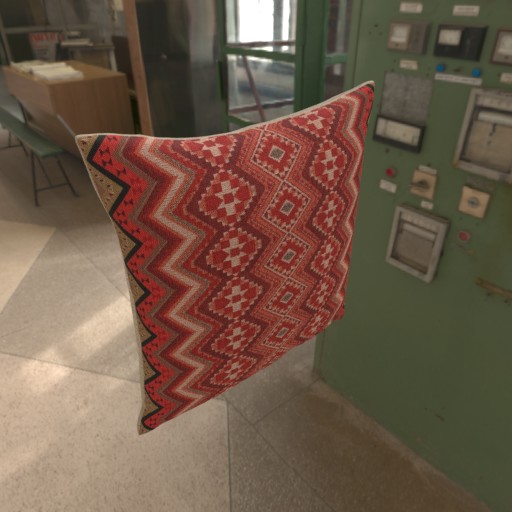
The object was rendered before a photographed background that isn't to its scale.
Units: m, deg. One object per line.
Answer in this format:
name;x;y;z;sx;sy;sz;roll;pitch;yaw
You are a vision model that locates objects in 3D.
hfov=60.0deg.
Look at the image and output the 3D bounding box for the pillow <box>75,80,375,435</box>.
pillow;0.000;0.000;0.755;0.513;0.511;0.158;-22;38;-33
